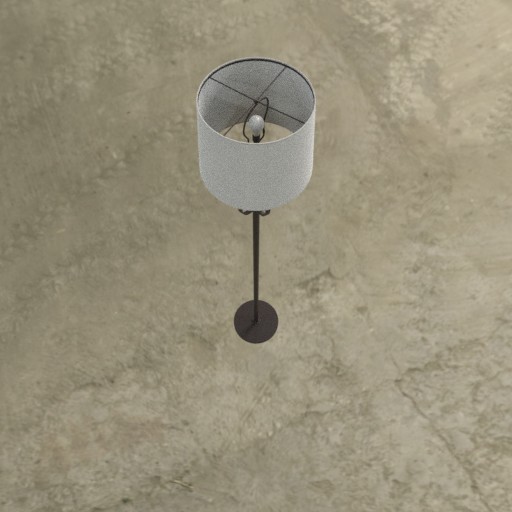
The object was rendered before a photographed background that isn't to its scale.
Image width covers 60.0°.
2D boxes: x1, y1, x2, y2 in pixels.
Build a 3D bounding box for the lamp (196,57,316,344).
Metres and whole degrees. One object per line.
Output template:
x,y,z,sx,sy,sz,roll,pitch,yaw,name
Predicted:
0.000,0.000,1.584,0.286,1.462,0.286,3,63,1,lamp
